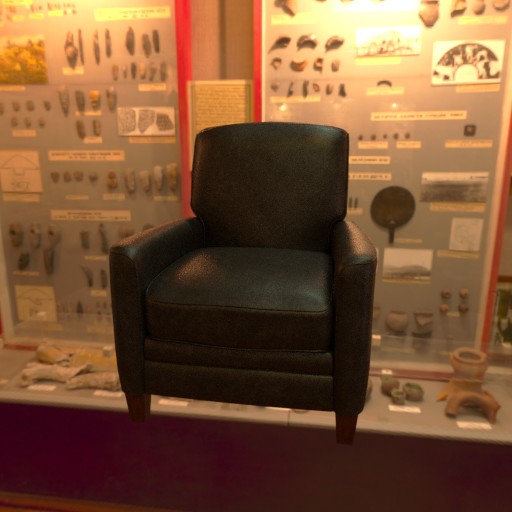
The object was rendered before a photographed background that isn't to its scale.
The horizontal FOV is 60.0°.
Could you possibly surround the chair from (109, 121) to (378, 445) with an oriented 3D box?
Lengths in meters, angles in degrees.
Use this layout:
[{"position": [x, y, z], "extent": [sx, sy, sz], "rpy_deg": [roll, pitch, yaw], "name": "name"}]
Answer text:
[{"position": [0.000, 0.000, 1.684], "extent": [0.848, 1.014, 0.864], "rpy_deg": [2, 14, 9], "name": "chair"}]
